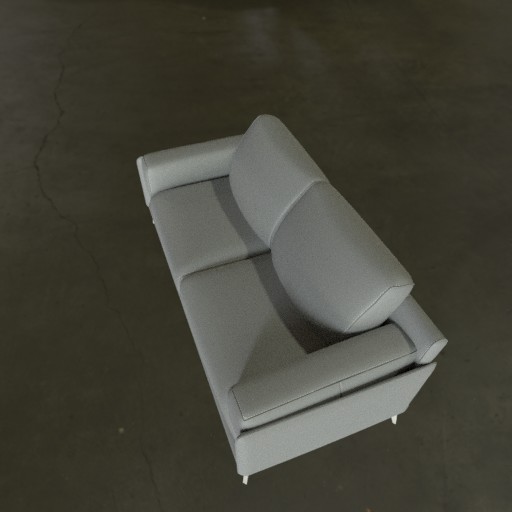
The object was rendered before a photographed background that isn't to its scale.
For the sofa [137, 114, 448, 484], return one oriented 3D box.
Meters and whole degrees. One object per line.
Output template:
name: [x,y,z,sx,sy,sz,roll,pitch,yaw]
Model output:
sofa: [0.000,0.000,2.585,0.969,0.900,2.100,-16,49,-15]
